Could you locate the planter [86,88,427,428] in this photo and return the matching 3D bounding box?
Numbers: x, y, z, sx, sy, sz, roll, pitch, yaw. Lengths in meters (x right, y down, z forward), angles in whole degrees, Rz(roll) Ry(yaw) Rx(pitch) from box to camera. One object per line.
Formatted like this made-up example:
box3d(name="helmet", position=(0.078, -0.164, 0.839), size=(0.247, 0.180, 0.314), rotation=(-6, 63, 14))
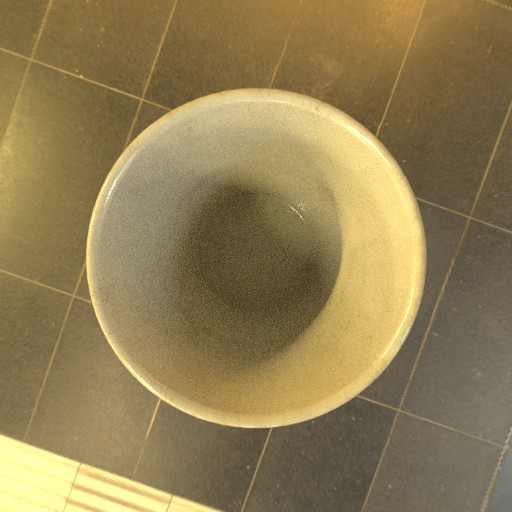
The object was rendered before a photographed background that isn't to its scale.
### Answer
box3d(name="planter", position=(0.000, 0.000, 0.332), size=(0.193, 0.165, 0.193), rotation=(0, 92, 0))
